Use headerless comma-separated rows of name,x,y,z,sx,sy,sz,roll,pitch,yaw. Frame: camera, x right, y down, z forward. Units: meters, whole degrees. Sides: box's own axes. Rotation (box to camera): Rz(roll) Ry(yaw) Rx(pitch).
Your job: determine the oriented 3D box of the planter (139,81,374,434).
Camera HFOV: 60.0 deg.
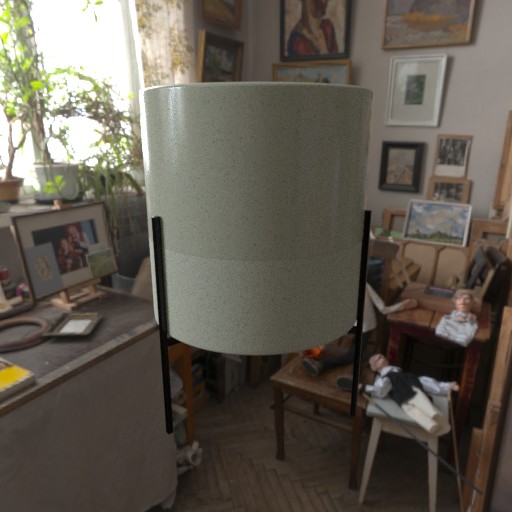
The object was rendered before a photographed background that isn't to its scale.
planter,0.000,0.000,0.681,0.314,0.475,0.323,-2,17,-8
